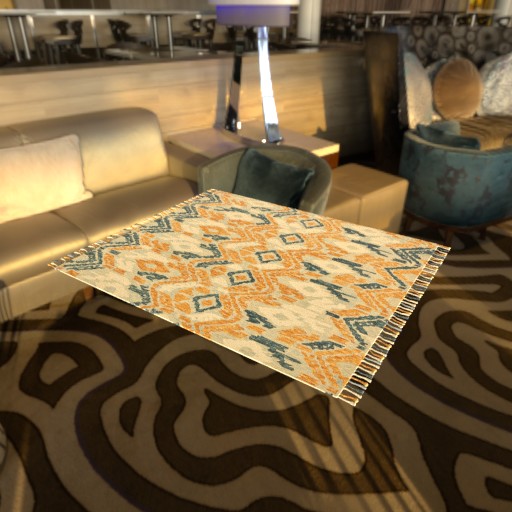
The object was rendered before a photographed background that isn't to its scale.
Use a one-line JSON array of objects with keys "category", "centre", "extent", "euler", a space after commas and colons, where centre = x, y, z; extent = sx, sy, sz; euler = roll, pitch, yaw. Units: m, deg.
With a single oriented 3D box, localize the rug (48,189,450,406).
[{"category": "rug", "centre": [0.000, 0.000, 4.259], "extent": [3.048, 0.010, 2.439], "euler": [18, 33, 29]}]
